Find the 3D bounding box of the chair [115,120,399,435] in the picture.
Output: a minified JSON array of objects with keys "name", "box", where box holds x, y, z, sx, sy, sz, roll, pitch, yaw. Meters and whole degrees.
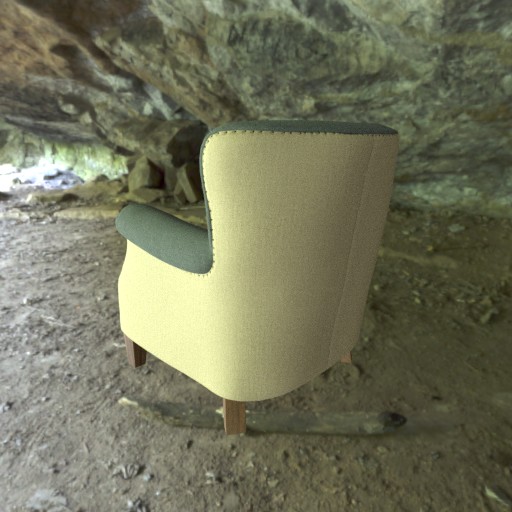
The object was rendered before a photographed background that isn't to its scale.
[{"name":"chair","box":[0.000,0.000,1.653,0.921,0.936,0.861,14,20,42]}]
